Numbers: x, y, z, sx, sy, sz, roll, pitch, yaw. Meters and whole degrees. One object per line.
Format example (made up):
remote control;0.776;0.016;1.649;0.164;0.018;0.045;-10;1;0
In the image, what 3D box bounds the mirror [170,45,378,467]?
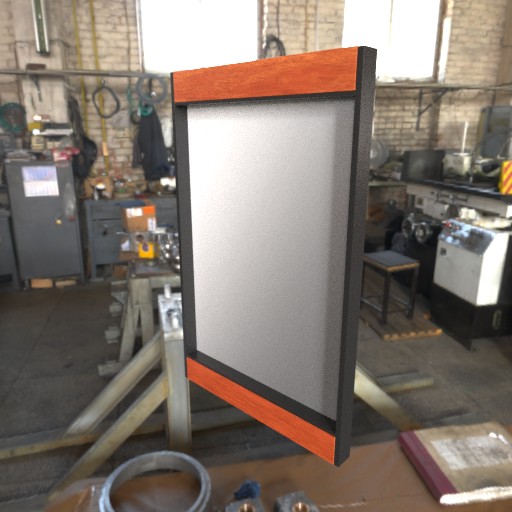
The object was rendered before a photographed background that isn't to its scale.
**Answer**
mirror;0.000;0.000;1.018;0.525;0.823;0.047;15;21;41
